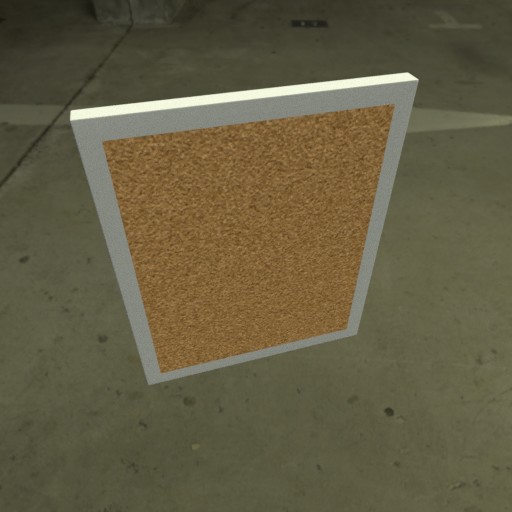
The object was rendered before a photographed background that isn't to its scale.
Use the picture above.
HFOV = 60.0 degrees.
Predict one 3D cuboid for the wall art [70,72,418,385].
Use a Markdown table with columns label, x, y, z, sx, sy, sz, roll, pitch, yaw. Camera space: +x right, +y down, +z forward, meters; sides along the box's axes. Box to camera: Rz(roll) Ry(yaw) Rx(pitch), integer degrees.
| label | x | y | z | sx | sy | sz | roll | pitch | yaw |
| --- | --- | --- | --- | --- | --- | --- | --- | --- | --- |
| wall art | 0.000 | 0.000 | 0.751 | 0.454 | 0.556 | 0.028 | -11 | 43 | -12 |
